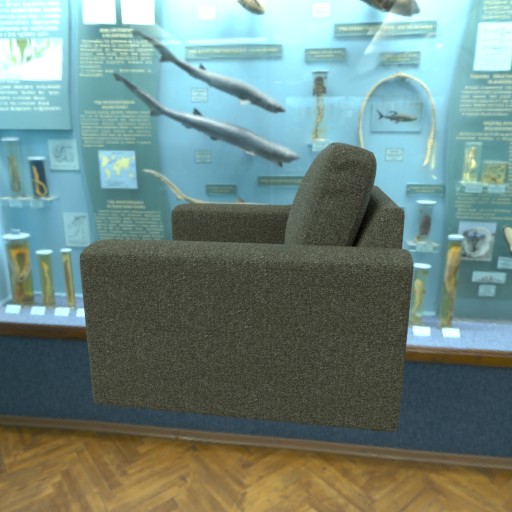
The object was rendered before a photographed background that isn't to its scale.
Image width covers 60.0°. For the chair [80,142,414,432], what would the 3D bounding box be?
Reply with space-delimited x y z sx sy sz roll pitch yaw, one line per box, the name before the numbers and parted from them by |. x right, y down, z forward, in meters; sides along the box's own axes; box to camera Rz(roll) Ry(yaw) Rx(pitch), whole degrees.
chair | 0.000 0.000 1.767 1.016 0.873 1.005 2 15 9
